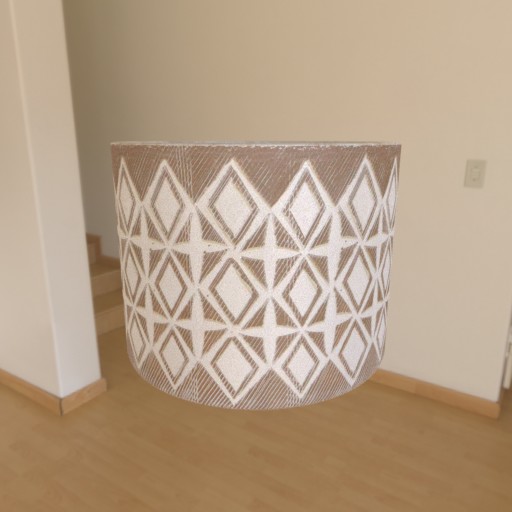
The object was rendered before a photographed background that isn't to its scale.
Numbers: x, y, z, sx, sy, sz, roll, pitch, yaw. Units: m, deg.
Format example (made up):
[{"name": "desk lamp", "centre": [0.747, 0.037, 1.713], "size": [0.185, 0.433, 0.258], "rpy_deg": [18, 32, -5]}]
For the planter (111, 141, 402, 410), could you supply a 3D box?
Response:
[{"name": "planter", "centre": [0.000, 0.000, 0.329], "size": [0.193, 0.165, 0.193], "rpy_deg": [0, 15, 0]}]
